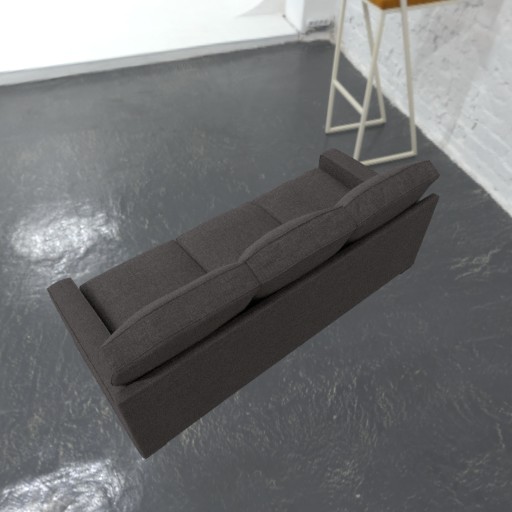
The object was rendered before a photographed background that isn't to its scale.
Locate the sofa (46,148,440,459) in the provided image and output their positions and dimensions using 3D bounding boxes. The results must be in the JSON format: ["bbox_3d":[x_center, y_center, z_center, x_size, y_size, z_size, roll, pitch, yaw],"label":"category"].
[{"bbox_3d":[0.000,0.000,2.886,2.369,0.978,1.004,-30,54,-25],"label":"sofa"}]
